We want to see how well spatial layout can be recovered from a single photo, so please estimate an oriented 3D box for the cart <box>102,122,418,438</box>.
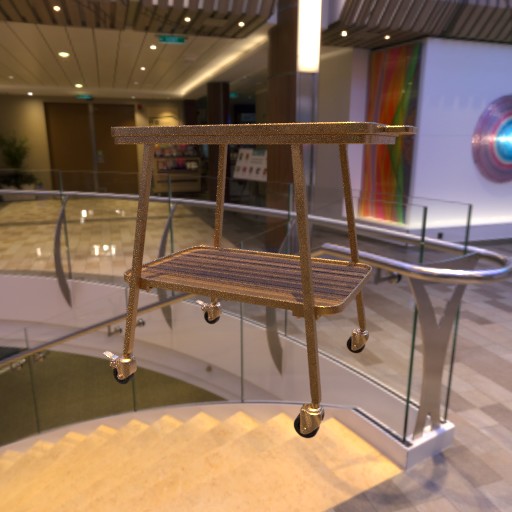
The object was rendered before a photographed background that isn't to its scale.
[{"bbox_3d":[0.000,0.000,1.261,0.806,0.700,0.524,7,16,25],"label":"cart"}]
